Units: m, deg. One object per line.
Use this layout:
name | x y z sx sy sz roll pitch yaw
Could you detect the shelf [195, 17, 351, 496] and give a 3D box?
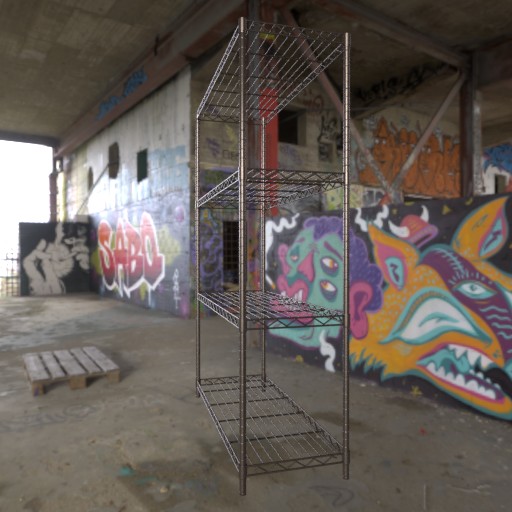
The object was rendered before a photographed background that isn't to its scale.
shelf | 0.000 0.000 1.738 0.352 1.361 0.907 0 1 -16
